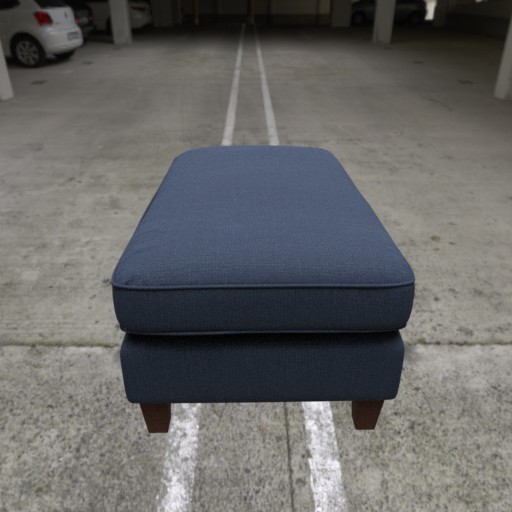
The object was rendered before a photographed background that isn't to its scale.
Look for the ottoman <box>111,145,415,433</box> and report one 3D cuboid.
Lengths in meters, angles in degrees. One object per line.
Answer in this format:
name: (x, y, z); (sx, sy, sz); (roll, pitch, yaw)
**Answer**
ottoman: (0.000, 0.000, 1.209); (0.570, 0.438, 0.885); (0, 27, -1)
